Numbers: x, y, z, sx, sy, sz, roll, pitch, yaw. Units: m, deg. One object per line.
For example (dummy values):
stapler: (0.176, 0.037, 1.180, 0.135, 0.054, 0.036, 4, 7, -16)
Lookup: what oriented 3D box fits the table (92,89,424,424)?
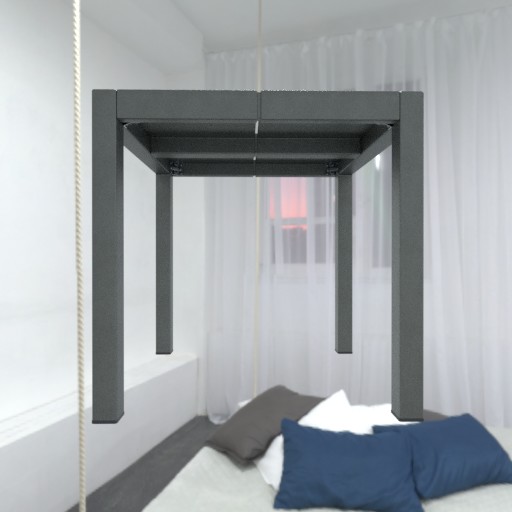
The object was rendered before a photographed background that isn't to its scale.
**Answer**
table: (0.000, 0.000, 0.928, 0.508, 0.508, 0.508, 0, 0, -1)
